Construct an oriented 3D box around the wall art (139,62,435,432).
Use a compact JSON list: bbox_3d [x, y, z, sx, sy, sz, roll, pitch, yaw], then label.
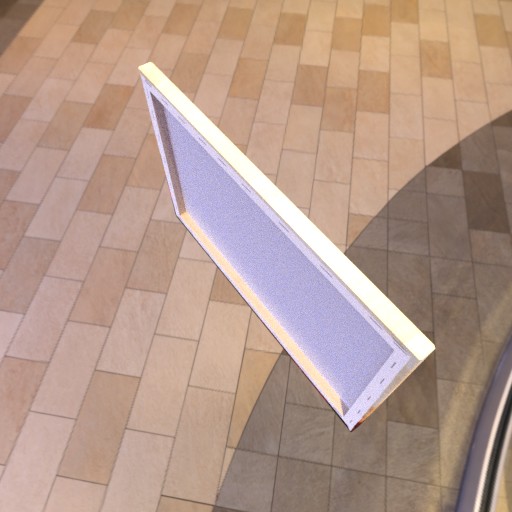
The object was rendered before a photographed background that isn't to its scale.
[{"bbox_3d":[0.000,0.000,1.150,0.038,0.602,0.918,-32,64,-18],"label":"wall art"}]
